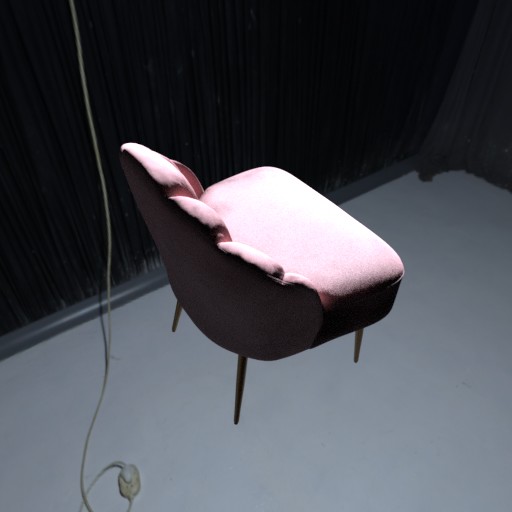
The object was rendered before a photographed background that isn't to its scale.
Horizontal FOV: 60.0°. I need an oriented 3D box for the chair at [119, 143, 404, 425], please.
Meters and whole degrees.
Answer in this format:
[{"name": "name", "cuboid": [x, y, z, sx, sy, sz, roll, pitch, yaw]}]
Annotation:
[{"name": "chair", "cuboid": [0.000, 0.000, 1.270, 0.599, 0.819, 0.657, -24, 47, -25]}]
